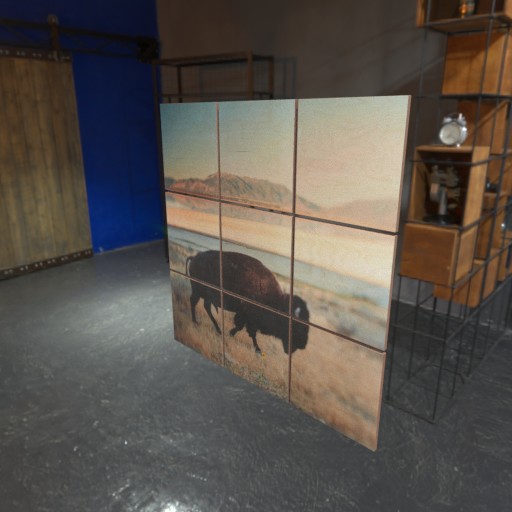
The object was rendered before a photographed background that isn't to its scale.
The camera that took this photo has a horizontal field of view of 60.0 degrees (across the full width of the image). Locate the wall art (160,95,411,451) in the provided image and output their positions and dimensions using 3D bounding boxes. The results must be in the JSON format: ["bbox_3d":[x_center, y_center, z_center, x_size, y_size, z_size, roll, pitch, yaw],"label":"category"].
[{"bbox_3d":[0.000,0.000,1.367,0.906,0.904,0.018,16,24,42],"label":"wall art"}]
